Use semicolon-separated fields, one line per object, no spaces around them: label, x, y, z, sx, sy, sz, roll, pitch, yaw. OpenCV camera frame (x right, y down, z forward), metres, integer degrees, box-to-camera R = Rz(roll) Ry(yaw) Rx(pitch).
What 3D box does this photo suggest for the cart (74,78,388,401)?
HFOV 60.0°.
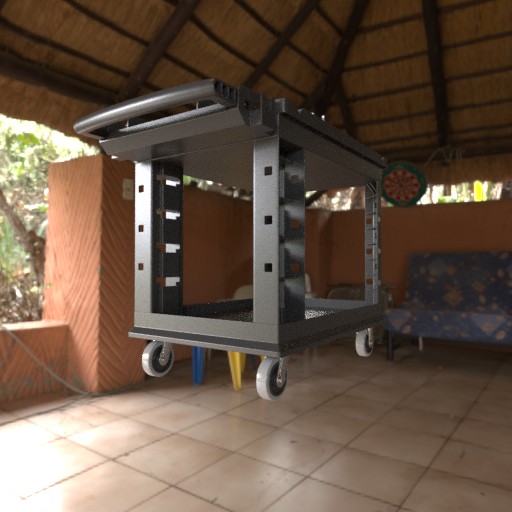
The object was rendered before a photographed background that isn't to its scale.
cart;0.000;0.000;1.721;0.674;0.884;1.239;-1;-1;35
